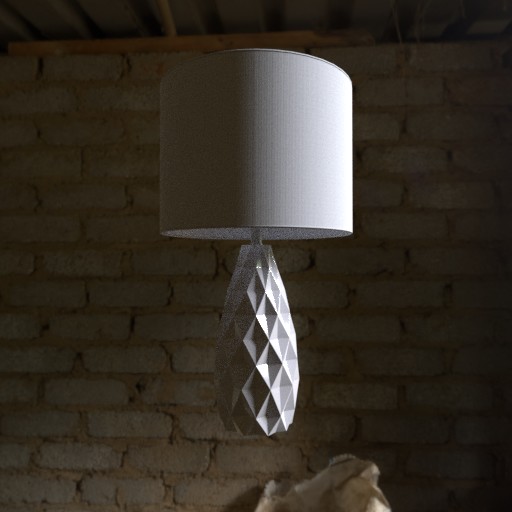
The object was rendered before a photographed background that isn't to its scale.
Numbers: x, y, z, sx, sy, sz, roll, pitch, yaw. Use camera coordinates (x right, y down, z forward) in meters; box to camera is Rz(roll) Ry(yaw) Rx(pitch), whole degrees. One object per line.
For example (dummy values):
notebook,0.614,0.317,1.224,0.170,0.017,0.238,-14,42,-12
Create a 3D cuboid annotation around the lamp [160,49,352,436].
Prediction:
lamp,0.000,0.000,0.698,0.297,0.522,0.297,0,-1,0
